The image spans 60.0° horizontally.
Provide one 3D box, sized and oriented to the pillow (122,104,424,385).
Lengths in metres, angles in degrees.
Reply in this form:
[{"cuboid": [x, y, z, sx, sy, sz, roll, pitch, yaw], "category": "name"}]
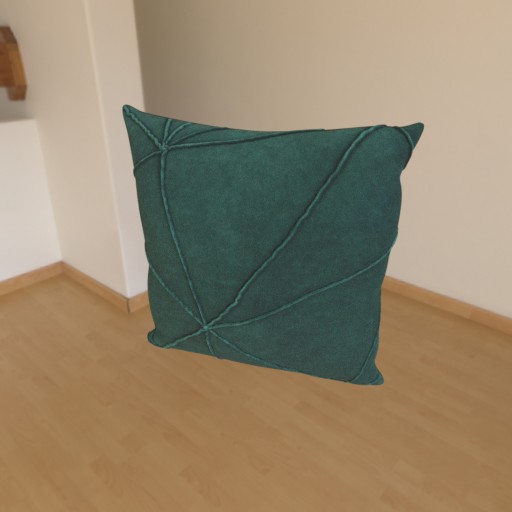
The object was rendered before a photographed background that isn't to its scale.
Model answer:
[{"cuboid": [0.000, 0.000, 0.698, 0.439, 0.440, 0.184, 7, 27, 15], "category": "pillow"}]
